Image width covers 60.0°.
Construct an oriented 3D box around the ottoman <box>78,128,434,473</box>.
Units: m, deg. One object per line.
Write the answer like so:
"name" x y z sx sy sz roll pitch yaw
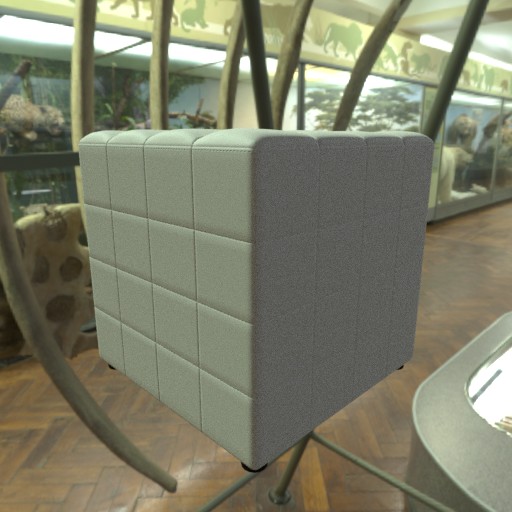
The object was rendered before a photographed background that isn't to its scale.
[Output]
"ottoman" 0.000 0.000 0.790 0.425 0.432 0.425 -14 21 -43
